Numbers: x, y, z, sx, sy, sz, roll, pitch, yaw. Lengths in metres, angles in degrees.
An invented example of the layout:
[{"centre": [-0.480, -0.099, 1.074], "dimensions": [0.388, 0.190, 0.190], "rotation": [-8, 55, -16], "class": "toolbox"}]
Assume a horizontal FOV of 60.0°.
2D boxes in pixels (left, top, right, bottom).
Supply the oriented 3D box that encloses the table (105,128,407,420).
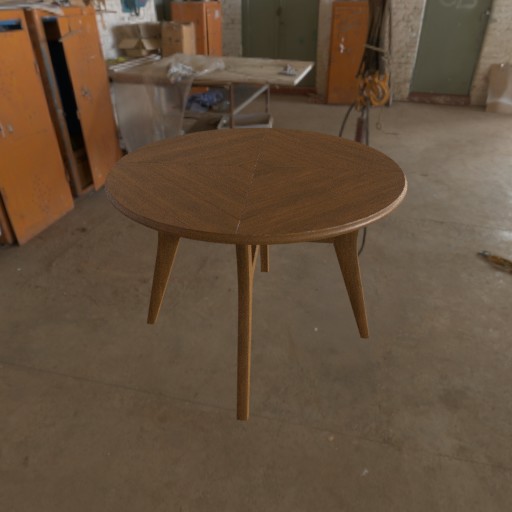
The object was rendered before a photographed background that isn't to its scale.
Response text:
[{"centre": [0.000, 0.000, 1.797], "dimensions": [1.055, 0.757, 1.055], "rotation": [0, 31, 0], "class": "table"}]
